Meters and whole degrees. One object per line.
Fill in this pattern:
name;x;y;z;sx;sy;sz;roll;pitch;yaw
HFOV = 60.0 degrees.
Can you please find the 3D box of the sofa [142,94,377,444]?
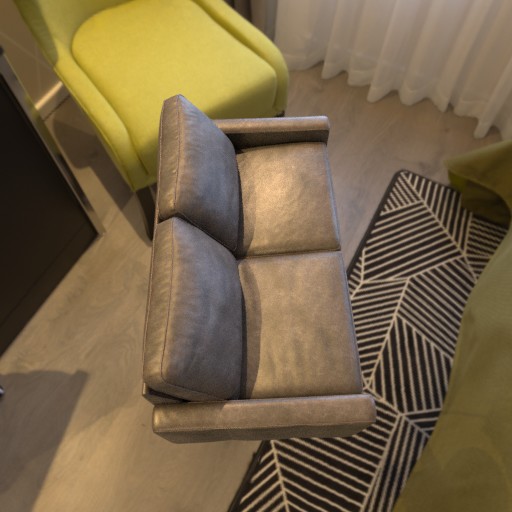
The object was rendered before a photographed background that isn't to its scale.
sofa;0.000;0.000;2.309;0.939;0.916;1.732;-2;62;-1
